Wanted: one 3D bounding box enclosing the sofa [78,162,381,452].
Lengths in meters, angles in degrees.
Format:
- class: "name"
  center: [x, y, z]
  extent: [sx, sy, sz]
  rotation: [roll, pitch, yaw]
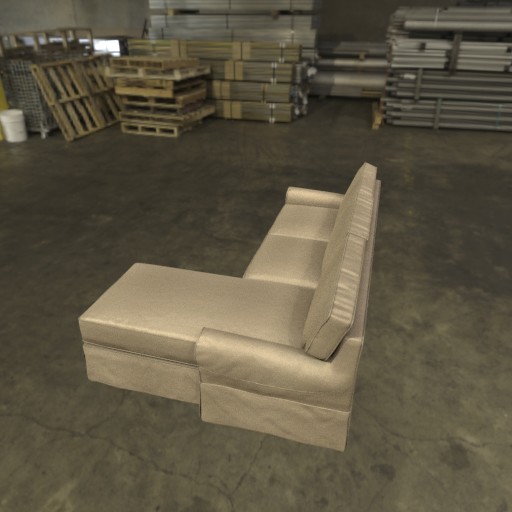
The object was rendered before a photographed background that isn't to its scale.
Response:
- class: "sofa"
  center: [0.000, 0.000, 3.451]
  extent: [1.733, 0.978, 2.475]
  rotation: [8, 30, 14]
